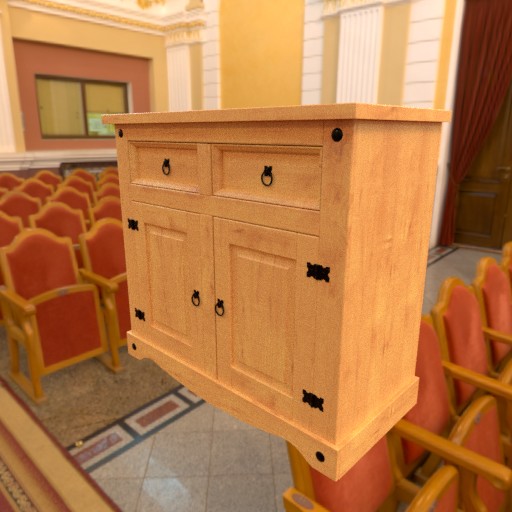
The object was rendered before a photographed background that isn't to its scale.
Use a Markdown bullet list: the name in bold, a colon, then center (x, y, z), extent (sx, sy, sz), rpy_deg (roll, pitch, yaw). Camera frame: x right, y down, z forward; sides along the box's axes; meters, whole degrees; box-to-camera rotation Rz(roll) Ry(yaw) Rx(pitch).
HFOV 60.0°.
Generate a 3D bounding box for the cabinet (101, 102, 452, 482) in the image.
- **cabinet**: center (0.000, 0.000, 1.367), extent (0.920, 0.840, 0.450), rpy_deg (14, 21, 41)
